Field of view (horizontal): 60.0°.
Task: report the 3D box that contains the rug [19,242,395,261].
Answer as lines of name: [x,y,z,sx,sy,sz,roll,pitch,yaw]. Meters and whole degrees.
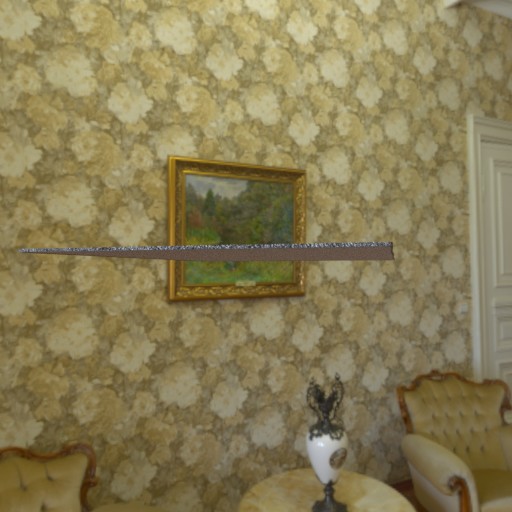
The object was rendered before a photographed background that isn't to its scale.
rug: [0.000,0.000,4.034,2.401,0.025,3.000,-1,-2,18]
